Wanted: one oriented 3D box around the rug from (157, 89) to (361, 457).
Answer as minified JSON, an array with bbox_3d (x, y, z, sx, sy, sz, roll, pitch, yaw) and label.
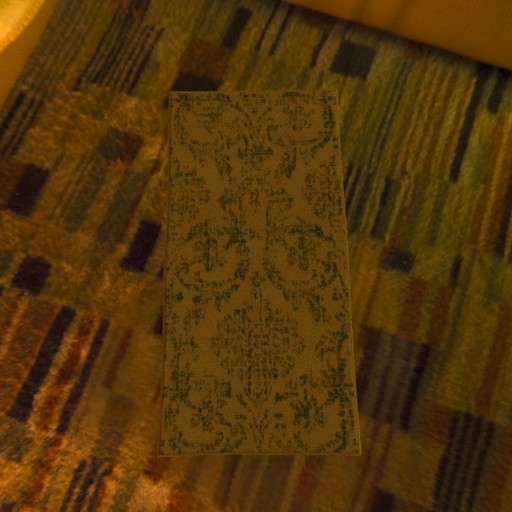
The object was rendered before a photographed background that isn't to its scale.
[{"bbox_3d":[0.000,0.000,1.448,0.605,0.007,1.220,-1,77,0],"label":"rug"}]
